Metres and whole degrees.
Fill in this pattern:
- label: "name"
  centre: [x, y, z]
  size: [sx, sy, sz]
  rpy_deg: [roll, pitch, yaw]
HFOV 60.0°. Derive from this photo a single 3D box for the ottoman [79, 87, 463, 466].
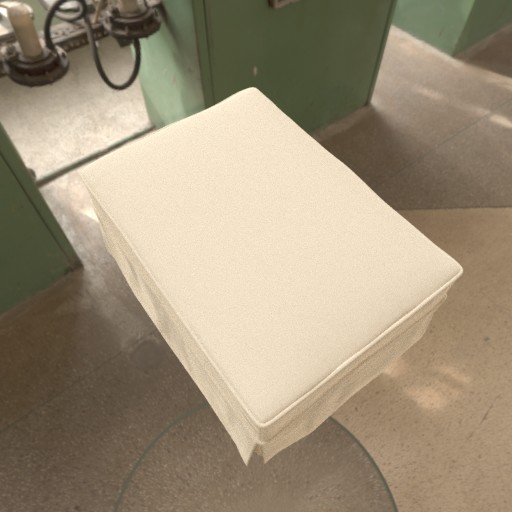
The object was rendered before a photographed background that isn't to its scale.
- label: "ottoman"
  centre: [0.000, 0.000, 1.348]
  size: [0.703, 0.479, 0.944]
  rpy_deg: [-32, 63, -19]
